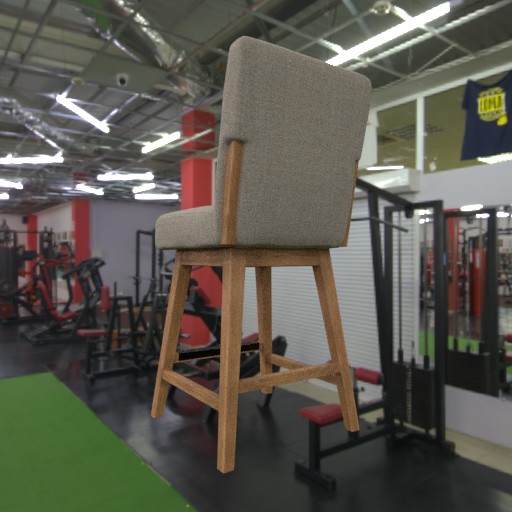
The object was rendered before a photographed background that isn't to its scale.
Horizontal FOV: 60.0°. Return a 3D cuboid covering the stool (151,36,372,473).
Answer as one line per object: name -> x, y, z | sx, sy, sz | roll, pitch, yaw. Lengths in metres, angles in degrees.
stool -> 0.000, 0.000, 1.320 | 0.459, 1.010, 0.526 | 0, 0, -35
